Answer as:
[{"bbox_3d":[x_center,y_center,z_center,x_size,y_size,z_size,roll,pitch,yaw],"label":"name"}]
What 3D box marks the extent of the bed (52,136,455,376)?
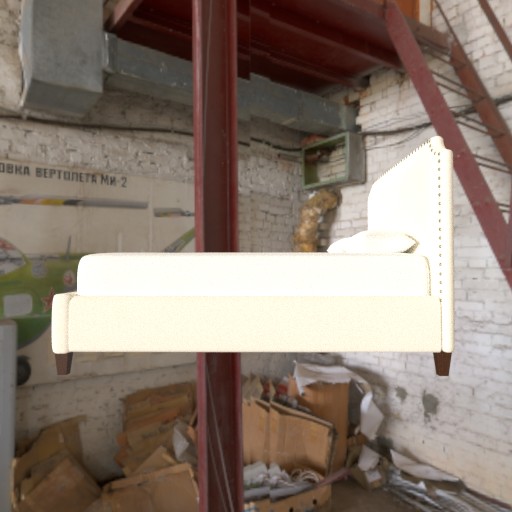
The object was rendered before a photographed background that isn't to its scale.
[{"bbox_3d":[0.000,0.000,3.413,2.365,1.443,1.712,0,-2,1],"label":"bed"}]
